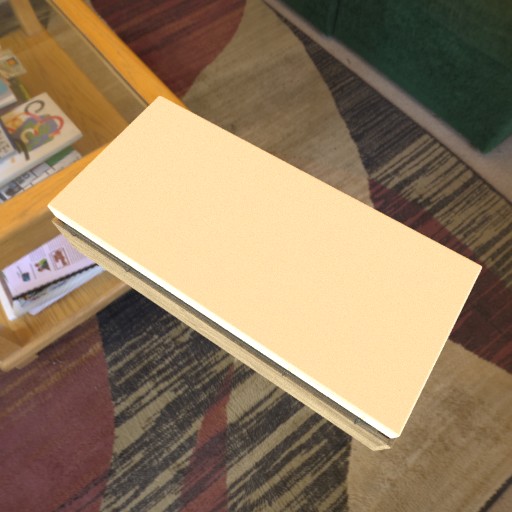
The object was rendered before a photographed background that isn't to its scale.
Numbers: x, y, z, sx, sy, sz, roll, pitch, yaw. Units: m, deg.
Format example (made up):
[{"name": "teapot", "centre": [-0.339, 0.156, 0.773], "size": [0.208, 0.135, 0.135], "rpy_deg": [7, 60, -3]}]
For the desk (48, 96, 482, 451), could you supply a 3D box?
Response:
[{"name": "desk", "centre": [0.000, 0.000, 2.236], "size": [1.900, 0.455, 0.900], "rpy_deg": [31, 68, 14]}]
